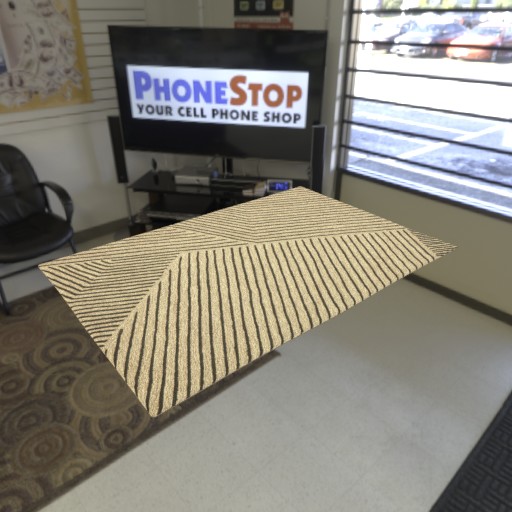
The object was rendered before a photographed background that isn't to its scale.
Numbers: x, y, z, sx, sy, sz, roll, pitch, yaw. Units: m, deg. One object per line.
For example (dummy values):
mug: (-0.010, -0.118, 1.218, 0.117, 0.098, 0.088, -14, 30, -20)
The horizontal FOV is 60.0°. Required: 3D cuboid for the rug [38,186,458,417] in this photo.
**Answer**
rug: (0.000, 0.000, 2.325, 1.842, 0.019, 1.237, -21, 35, -34)
